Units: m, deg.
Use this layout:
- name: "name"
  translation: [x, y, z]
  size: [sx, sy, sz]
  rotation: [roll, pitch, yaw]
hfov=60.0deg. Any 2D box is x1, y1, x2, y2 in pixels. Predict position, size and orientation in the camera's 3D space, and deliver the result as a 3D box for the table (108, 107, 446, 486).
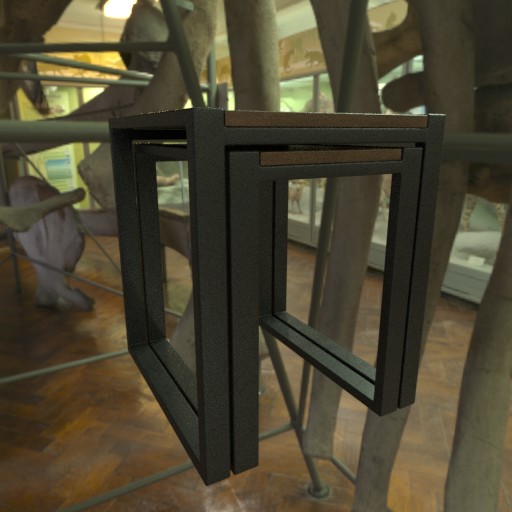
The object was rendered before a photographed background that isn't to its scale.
- name: "table"
  translation: [0.000, 0.000, 0.915]
  size: [0.449, 0.550, 0.500]
  rotation: [-8, 18, -28]
